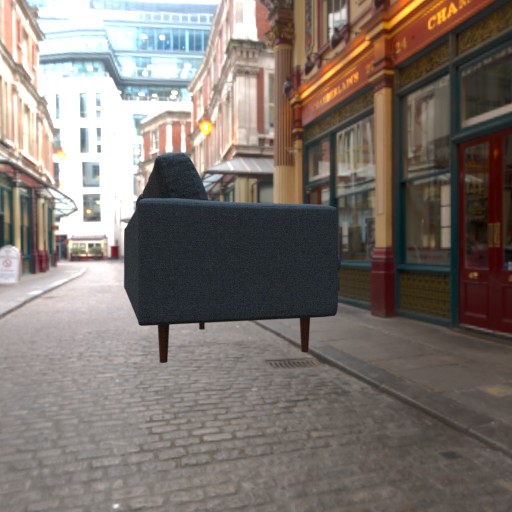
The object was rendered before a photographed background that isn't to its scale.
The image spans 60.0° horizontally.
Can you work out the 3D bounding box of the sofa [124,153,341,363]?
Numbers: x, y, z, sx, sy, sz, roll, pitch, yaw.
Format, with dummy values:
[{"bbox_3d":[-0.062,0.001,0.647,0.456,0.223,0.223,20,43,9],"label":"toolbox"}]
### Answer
[{"bbox_3d":[0.000,0.000,3.012,1.667,0.957,2.055,0,0,-18],"label":"sofa"}]
